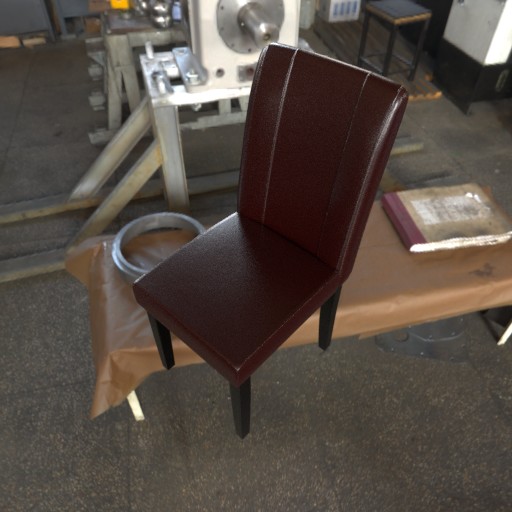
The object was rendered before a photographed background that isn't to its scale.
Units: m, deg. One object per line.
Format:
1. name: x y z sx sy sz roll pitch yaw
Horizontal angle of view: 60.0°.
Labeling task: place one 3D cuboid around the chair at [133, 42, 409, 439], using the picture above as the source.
1. chair: 0.000 0.000 1.198 0.399 0.897 0.556 33 54 28
